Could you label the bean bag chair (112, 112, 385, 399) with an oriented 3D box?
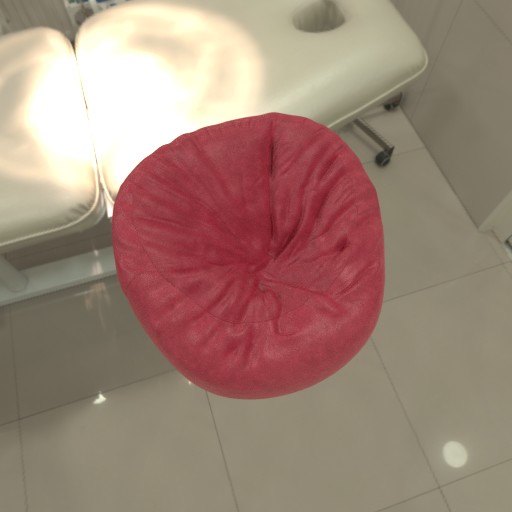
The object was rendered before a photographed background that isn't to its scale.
[{"bbox_3d":[0.000,0.000,2.538,1.524,0.878,1.524,-16,65,-8],"label":"bean bag chair"}]
